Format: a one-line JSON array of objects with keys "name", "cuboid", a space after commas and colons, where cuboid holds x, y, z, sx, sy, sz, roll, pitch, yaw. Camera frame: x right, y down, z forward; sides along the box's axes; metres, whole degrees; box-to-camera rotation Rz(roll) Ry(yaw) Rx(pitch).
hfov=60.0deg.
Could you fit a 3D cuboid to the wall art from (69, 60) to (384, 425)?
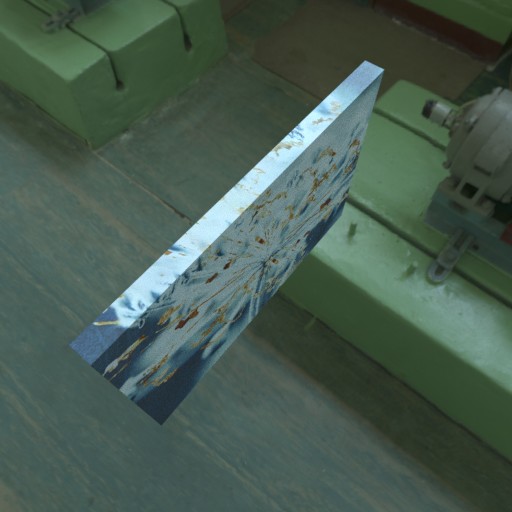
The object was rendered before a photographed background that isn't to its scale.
[{"name": "wall art", "cuboid": [0.000, 0.000, 0.770, 0.036, 0.405, 0.607, 35, 66, 18]}]
